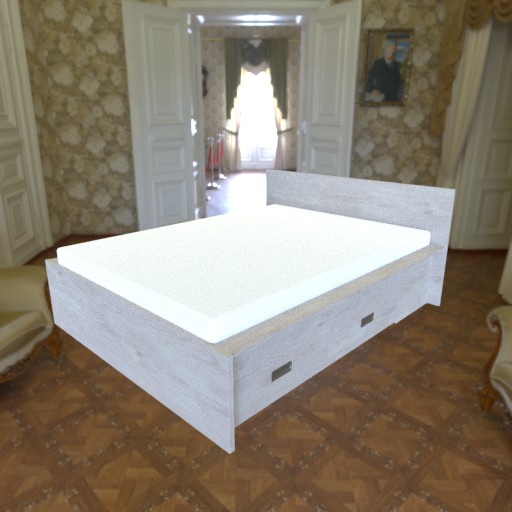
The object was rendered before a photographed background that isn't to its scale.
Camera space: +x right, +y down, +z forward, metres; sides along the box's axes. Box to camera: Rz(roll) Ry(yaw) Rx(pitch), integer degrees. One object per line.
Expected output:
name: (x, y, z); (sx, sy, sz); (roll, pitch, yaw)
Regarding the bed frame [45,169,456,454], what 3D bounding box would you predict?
bed frame: (0.000, 0.000, 2.795); (1.622, 0.800, 1.960); (16, 24, 42)
